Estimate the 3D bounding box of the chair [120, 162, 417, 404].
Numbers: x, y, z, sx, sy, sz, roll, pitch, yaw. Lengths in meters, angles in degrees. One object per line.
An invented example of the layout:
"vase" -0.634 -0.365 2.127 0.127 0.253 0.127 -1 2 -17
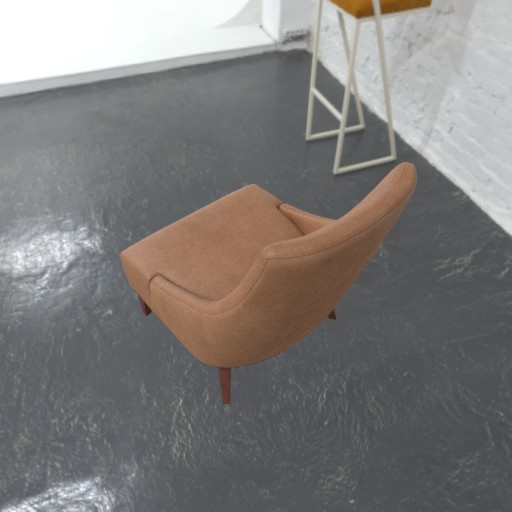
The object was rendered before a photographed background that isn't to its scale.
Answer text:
"chair" 0.000 0.000 1.584 0.701 0.909 0.861 -32 54 -27
